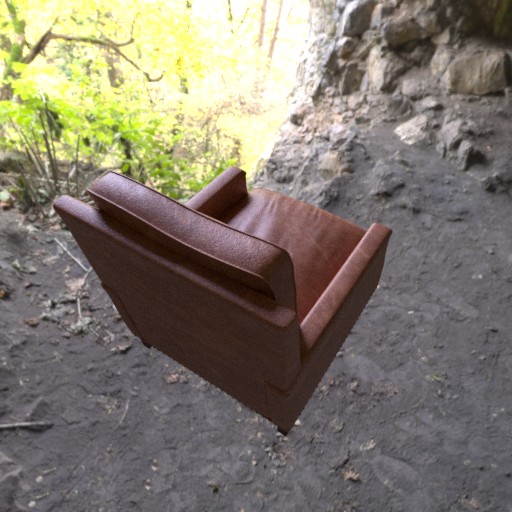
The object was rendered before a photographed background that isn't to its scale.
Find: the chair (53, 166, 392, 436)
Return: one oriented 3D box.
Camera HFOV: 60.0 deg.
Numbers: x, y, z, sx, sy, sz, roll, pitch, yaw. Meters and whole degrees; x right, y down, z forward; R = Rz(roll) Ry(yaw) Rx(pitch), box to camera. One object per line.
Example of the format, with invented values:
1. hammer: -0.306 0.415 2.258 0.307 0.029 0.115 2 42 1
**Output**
1. chair: 0.000 0.000 1.831 0.854 1.054 1.035 26 52 22
